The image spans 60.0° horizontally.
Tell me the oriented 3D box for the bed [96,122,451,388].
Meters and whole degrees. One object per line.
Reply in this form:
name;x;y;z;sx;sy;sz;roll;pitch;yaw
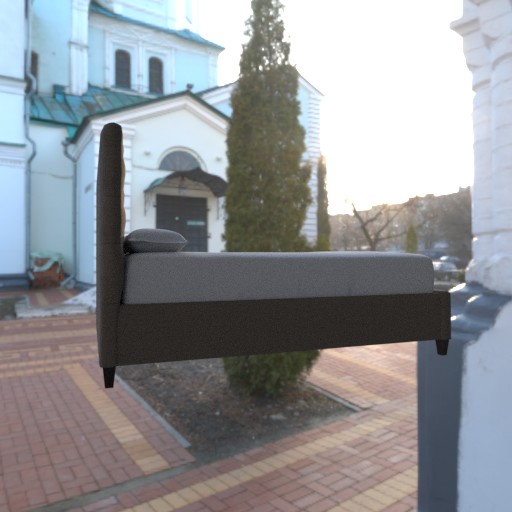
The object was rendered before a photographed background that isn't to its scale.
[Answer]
bed;0.000;0.000;3.543;2.387;1.427;1.698;0;0;-20
